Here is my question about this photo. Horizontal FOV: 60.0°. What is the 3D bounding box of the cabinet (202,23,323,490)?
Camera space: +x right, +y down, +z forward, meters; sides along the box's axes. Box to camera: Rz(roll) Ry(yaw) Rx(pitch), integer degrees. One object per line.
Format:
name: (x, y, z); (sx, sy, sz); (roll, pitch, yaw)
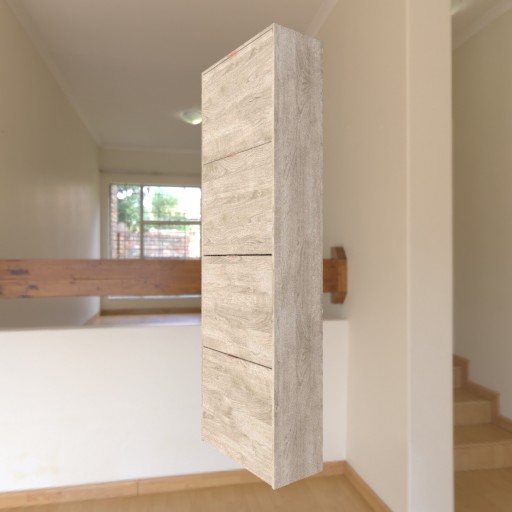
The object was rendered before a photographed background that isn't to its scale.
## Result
cabinet: (0.000, 0.000, 1.821); (0.250, 1.630, 0.520); (0, 0, -36)
